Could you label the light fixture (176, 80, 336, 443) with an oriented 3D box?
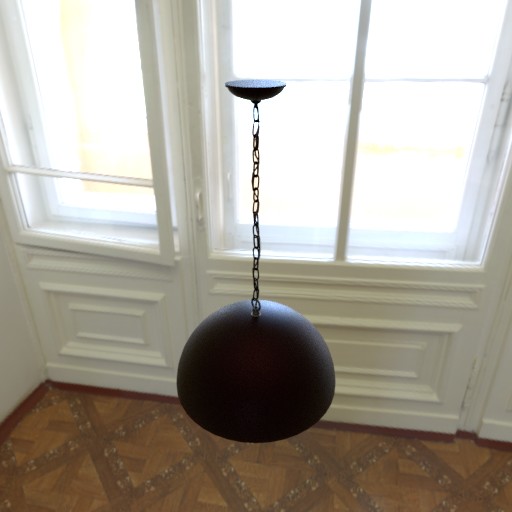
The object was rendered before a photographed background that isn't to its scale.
[{"bbox_3d":[0.000,0.000,1.190,0.492,0.869,0.492,-19,33,-31],"label":"light fixture"}]
